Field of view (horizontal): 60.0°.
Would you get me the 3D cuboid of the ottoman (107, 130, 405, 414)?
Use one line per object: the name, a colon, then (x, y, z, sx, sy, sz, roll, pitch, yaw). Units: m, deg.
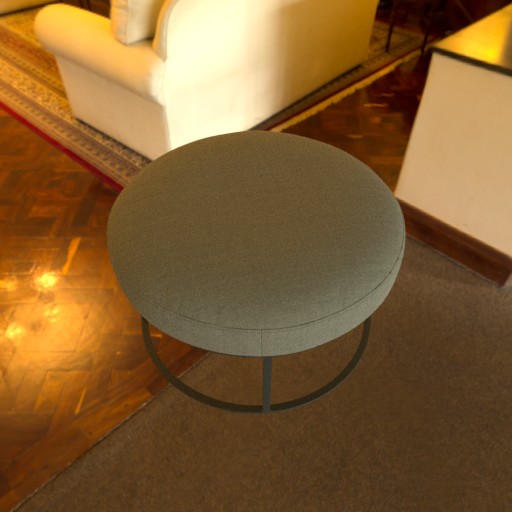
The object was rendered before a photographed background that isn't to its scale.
ottoman: (0.000, 0.000, 1.273, 0.772, 0.460, 0.772, 0, 46, 0)
